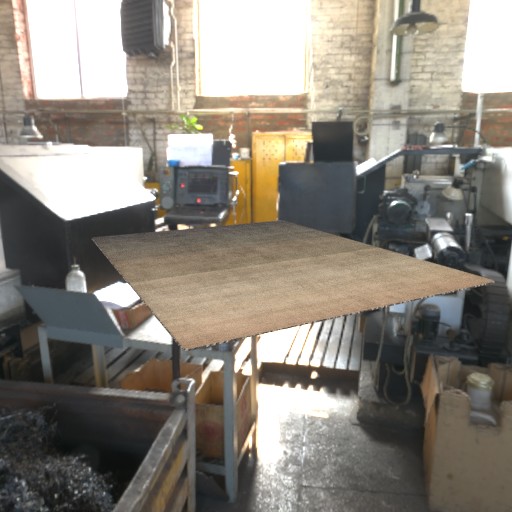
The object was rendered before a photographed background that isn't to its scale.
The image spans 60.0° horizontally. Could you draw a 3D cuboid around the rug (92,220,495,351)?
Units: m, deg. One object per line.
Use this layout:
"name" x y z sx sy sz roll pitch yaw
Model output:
"rug" 0.000 0.000 3.842 2.306 0.017 2.902 -7 16 -27
